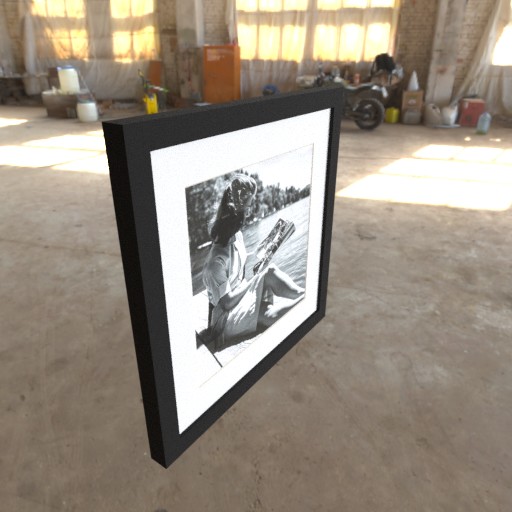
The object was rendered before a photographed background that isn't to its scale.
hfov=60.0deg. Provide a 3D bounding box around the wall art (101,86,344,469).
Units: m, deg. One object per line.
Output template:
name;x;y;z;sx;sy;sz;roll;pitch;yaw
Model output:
wall art;0.000;0.000;0.683;0.030;0.458;0.462;17;31;32
